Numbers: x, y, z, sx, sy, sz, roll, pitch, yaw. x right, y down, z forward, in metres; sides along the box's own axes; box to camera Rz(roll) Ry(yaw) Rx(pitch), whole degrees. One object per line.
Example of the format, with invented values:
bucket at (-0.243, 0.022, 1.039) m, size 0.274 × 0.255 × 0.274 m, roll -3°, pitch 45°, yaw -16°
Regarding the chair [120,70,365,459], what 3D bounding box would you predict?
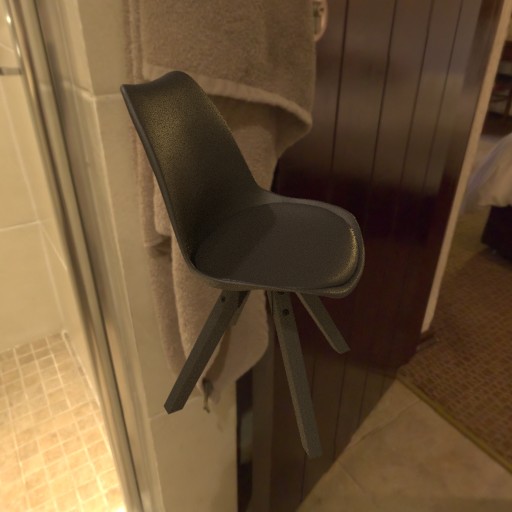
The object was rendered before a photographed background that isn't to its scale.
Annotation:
chair at (0.000, 0.000, 1.157) m, size 0.550 × 0.850 × 0.485 m, roll 10°, pitch 32°, yaw 17°
